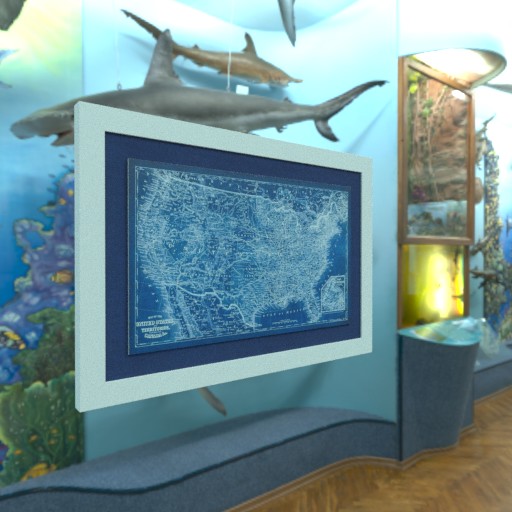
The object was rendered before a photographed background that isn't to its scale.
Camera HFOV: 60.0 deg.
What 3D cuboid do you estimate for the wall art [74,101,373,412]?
[{"bbox_3d":[0.000,0.000,1.691,1.308,0.902,0.051,0,1,-36],"label":"wall art"}]
